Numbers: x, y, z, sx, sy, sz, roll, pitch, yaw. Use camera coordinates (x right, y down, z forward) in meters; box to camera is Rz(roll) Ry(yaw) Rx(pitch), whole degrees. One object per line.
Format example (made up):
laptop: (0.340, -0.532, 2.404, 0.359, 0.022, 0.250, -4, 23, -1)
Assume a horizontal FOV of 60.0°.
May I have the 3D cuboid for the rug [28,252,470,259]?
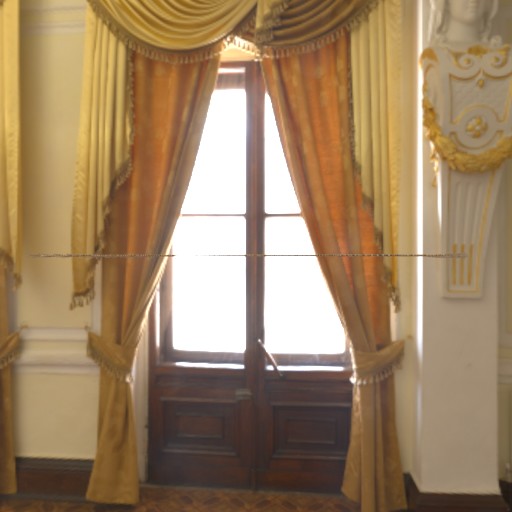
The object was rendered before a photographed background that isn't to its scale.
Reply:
rug: (0.000, 0.000, 2.476, 2.021, 0.027, 1.224, 0, 0, 18)
